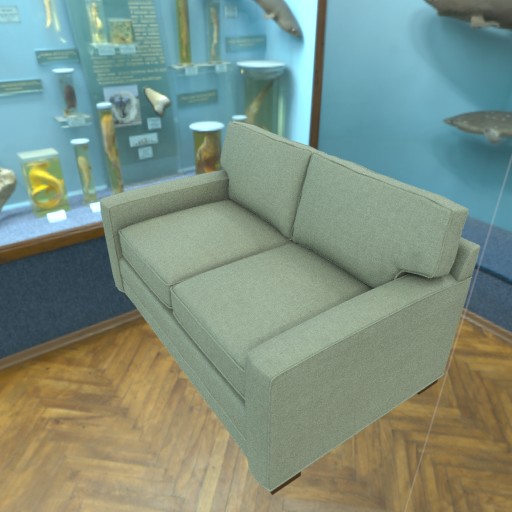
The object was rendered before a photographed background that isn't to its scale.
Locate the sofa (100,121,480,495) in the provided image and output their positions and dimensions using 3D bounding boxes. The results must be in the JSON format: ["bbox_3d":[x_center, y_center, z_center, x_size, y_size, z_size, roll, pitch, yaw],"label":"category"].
[{"bbox_3d":[0.000,0.000,1.992,0.940,0.853,1.484,-19,36,-29],"label":"sofa"}]
